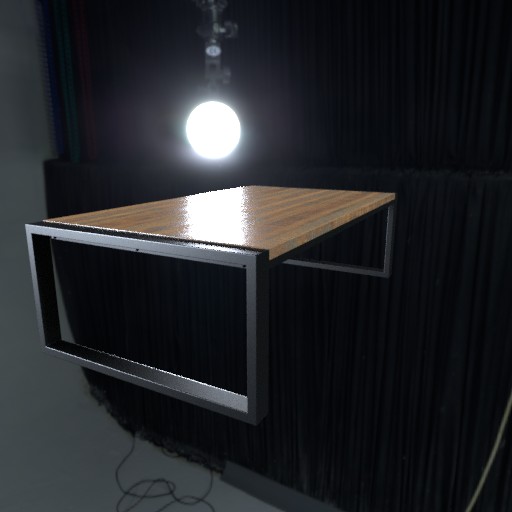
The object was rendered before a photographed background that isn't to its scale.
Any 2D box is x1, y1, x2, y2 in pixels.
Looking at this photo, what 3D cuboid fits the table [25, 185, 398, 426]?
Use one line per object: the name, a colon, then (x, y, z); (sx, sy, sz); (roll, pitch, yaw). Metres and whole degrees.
table: (0.000, 0.000, 1.701); (0.750, 0.400, 1.350); (8, 16, 28)
